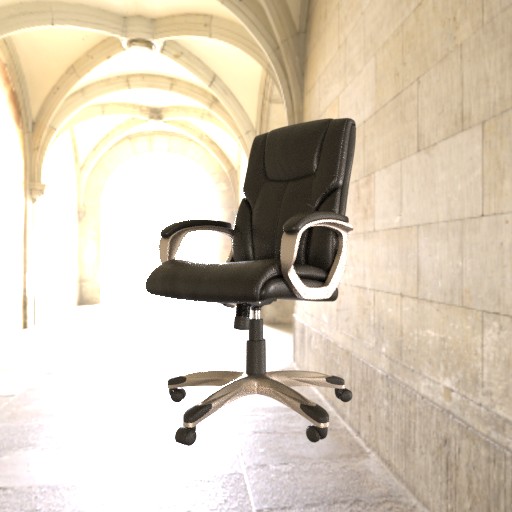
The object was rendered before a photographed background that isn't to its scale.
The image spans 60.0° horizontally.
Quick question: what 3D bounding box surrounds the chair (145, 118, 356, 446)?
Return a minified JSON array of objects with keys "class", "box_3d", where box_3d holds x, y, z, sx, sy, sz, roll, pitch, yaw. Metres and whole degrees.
[{"class":"chair","box_3d":[0.000,0.000,1.642,0.700,1.145,0.780,0,0,36]}]
